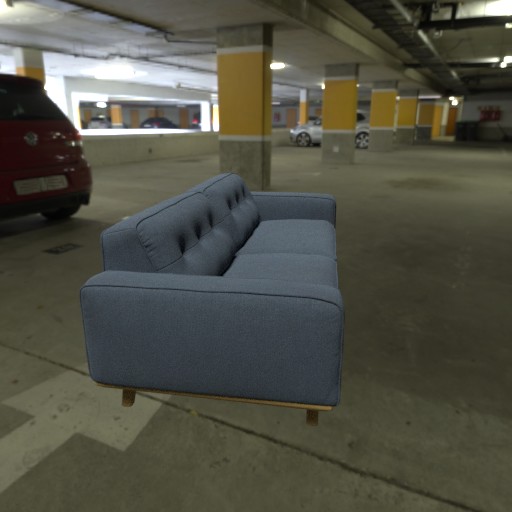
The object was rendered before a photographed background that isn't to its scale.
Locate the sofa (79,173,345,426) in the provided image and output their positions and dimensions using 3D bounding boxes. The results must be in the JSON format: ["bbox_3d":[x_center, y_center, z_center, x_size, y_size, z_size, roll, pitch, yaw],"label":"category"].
[{"bbox_3d":[0.000,0.000,2.612,0.953,0.782,2.270,3,17,9],"label":"sofa"}]
